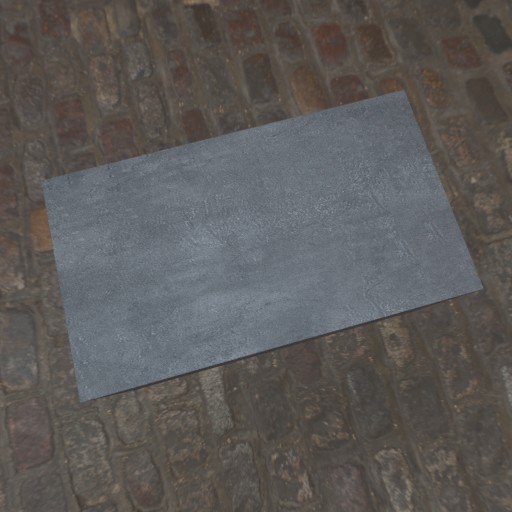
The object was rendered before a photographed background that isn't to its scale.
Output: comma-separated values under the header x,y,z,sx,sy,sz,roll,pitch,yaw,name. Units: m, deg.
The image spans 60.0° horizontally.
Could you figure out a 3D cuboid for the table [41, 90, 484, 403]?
x,y,z,sx,sy,sz,roll,pitch,yaw,name
0.000,0.000,0.952,0.700,0.350,0.400,-15,77,-4,table
